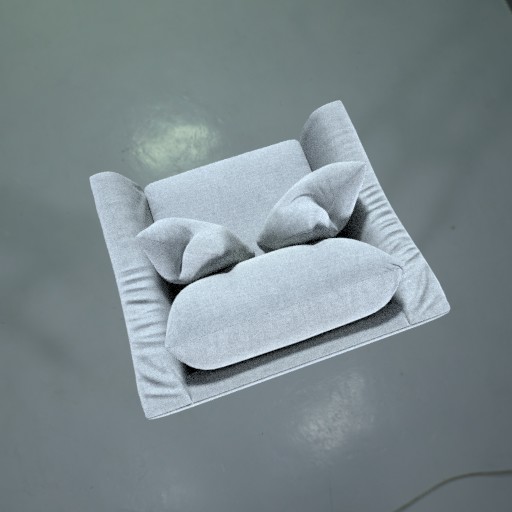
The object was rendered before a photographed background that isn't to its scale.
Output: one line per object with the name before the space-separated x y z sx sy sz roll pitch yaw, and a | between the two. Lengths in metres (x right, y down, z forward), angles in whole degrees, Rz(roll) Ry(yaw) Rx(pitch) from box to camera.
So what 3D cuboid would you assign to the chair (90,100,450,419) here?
chair | 0.000 0.000 2.048 1.194 1.059 1.071 -18 76 -5
